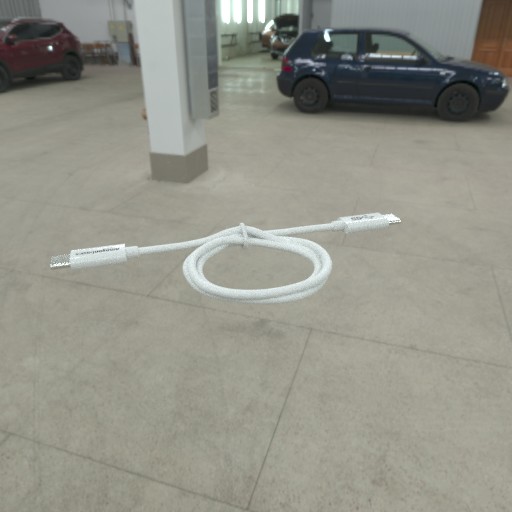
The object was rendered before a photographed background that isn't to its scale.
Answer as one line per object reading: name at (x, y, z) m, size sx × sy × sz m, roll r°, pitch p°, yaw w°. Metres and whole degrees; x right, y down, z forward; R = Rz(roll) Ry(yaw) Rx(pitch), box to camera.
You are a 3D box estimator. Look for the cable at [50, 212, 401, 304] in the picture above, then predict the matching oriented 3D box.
cable at (0.000, 0.000, 0.210) m, size 0.186 × 0.014 × 0.070 m, roll -8°, pitch 29°, yaw -15°
